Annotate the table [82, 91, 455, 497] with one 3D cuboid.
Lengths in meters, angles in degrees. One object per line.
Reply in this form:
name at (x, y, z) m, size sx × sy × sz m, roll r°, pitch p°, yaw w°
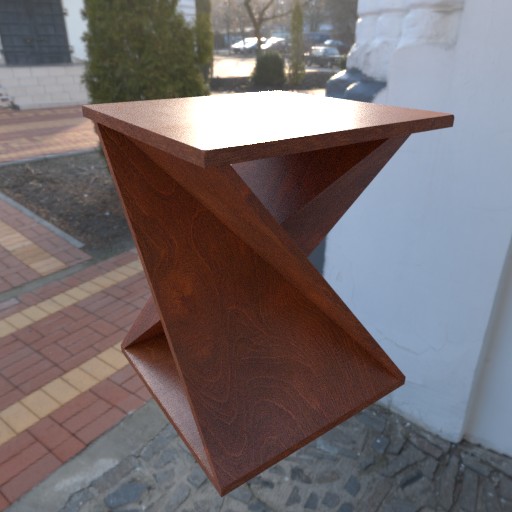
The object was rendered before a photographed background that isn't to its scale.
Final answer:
table at (0.000, 0.000, 0.821) m, size 0.427 × 0.520 × 0.427 m, roll -17°, pitch 31°, yaw -31°
